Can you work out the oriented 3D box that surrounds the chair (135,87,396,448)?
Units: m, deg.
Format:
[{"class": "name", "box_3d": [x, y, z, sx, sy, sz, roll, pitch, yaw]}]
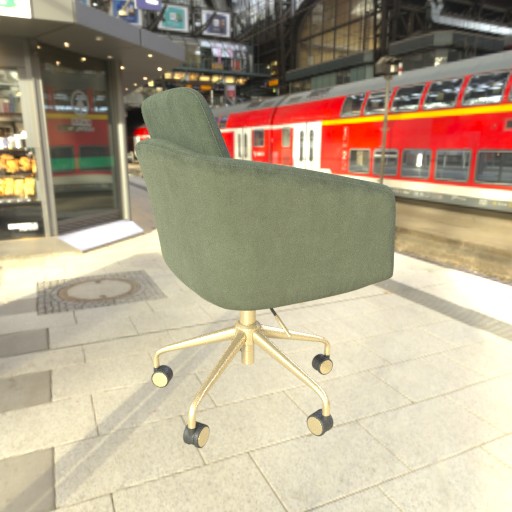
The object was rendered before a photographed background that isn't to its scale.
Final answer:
[{"class": "chair", "box_3d": [0.000, 0.000, 1.348, 0.635, 0.908, 0.641, -7, 16, -26]}]
